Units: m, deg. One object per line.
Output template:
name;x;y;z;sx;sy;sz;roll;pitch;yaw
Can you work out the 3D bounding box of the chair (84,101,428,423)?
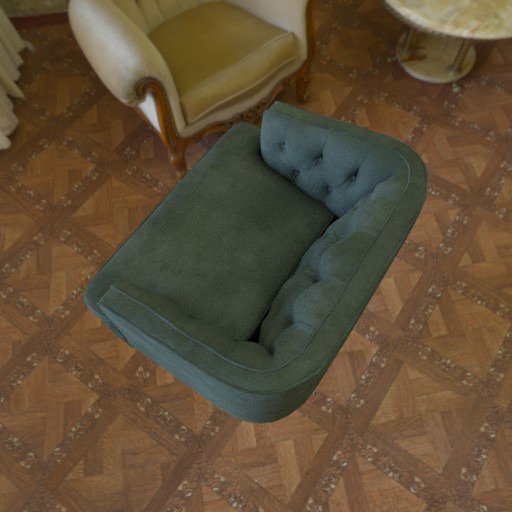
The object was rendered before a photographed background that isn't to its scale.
chair;0.000;0.000;1.800;0.941;0.852;1.104;31;67;15
